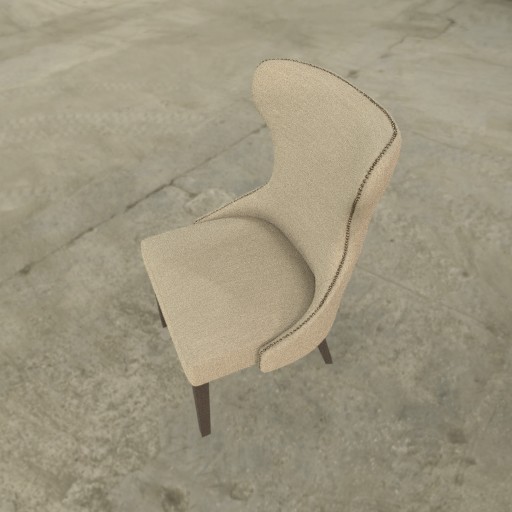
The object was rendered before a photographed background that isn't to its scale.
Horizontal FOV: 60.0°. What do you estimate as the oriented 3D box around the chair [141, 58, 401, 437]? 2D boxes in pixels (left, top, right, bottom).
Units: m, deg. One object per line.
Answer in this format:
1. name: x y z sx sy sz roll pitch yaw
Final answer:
1. chair: 0.000 0.000 1.376 0.635 0.967 0.628 -17 47 -17
